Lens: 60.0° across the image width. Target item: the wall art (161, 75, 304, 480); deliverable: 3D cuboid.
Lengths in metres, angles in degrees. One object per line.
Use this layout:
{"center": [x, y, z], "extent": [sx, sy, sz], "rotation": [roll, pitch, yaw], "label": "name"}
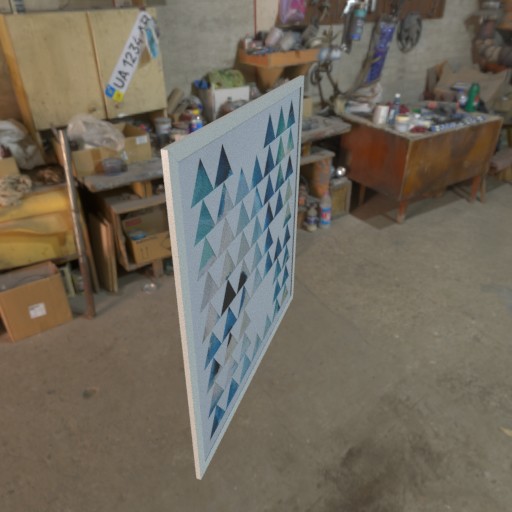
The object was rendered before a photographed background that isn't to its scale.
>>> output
{"center": [0.000, 0.000, 1.201], "extent": [0.012, 0.809, 0.809], "rotation": [10, 32, 17], "label": "wall art"}
